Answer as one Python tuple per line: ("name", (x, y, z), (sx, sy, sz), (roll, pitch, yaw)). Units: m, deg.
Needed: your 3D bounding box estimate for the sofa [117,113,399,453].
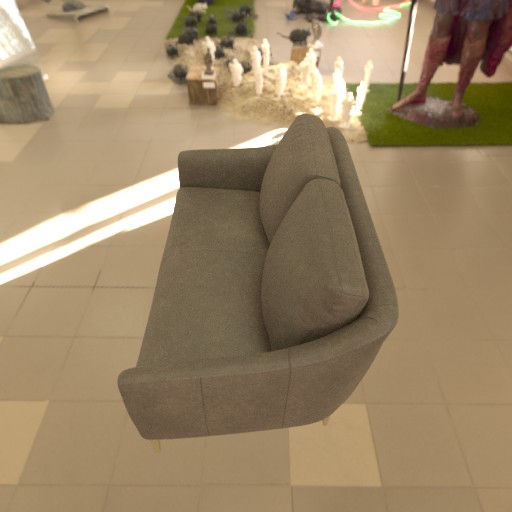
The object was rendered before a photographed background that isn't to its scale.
("sofa", (0.000, 0.000, 2.156), (0.960, 0.902, 1.619), (0, 41, 0))
